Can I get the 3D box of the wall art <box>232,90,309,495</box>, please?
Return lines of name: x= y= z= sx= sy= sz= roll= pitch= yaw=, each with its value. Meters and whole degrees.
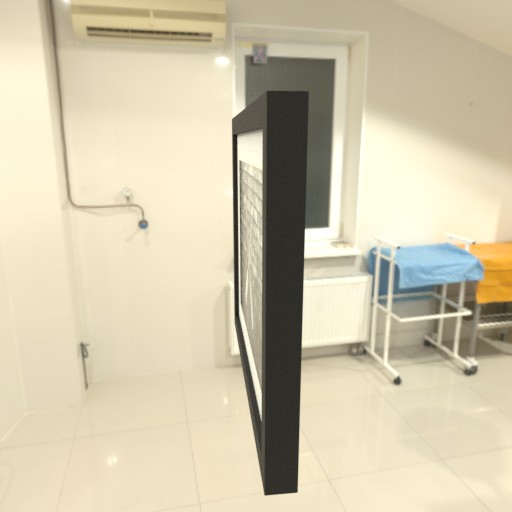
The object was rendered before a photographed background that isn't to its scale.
wall art: x=0.000 y=0.000 z=0.527 sx=0.029 sy=0.330 sz=0.381 roll=-2 pitch=14 yaw=-6
